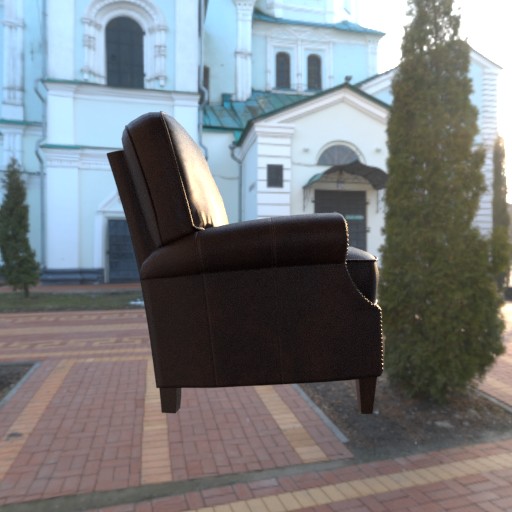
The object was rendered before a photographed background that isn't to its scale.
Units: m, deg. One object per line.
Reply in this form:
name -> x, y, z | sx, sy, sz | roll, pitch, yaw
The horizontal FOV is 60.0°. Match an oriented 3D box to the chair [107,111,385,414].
chair -> 0.000, 0.000, 1.793 | 0.986, 1.018, 0.936 | 0, 0, 0
